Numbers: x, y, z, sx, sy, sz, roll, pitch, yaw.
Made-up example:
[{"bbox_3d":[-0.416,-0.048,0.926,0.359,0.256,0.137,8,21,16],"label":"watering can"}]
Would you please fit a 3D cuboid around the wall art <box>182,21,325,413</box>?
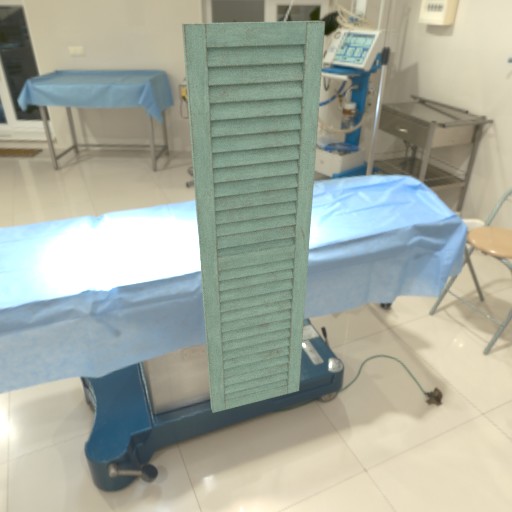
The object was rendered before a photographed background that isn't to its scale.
[{"bbox_3d":[0.000,0.000,1.305,0.329,1.219,0.025,-9,32,-15],"label":"wall art"}]
